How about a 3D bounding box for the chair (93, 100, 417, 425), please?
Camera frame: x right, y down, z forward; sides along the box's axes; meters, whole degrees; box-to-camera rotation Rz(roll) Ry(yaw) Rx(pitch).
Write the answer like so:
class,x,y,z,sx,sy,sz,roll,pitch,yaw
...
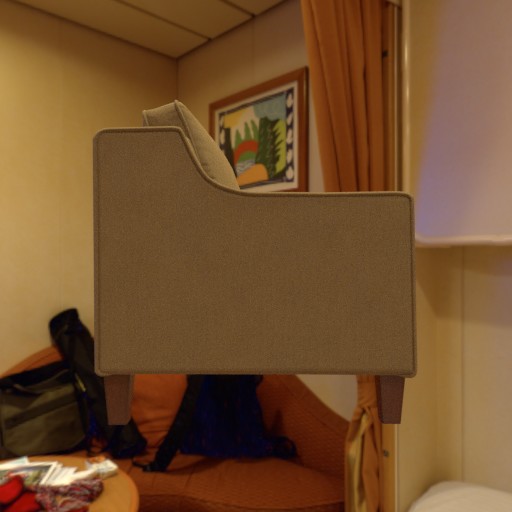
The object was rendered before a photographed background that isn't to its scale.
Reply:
class,x,y,z,sx,sy,sz,roll,pitch,yaw
chair,0.000,0.000,1.634,0.909,0.960,0.831,0,0,-1
